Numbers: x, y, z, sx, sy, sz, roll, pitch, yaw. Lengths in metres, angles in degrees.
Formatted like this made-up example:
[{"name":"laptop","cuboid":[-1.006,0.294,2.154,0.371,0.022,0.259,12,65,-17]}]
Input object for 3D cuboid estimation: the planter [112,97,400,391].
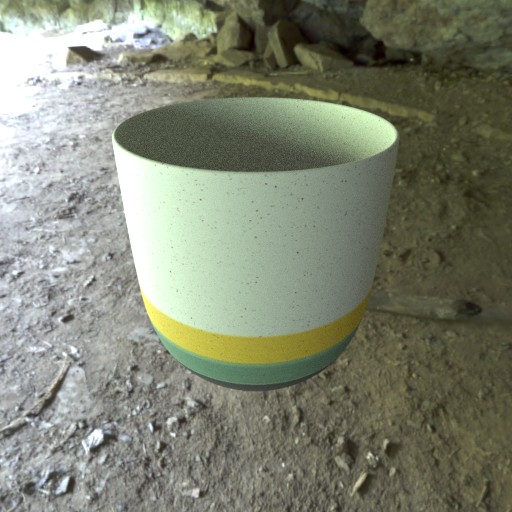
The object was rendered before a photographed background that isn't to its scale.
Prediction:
[{"name":"planter","cuboid":[0.000,0.000,0.365,0.195,0.214,0.195,0,31,0]}]
